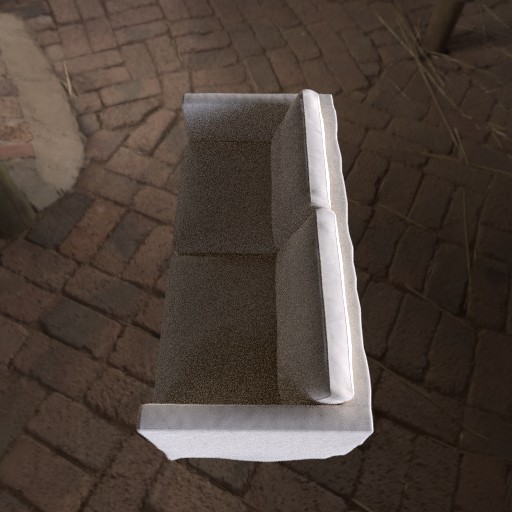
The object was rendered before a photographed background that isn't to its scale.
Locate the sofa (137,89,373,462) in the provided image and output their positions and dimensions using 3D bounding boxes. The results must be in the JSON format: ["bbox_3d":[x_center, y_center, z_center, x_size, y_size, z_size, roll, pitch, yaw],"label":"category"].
[{"bbox_3d":[0.000,0.000,2.453,0.940,0.870,1.987,0,59,0],"label":"sofa"}]
